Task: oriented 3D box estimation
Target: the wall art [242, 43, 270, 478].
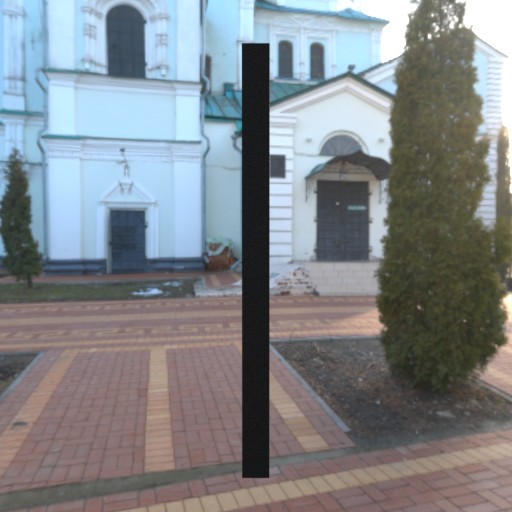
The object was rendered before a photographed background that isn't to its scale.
[{"bbox_3d":[0.000,0.000,0.744,0.029,0.457,0.558,0,2,0],"label":"wall art"}]
